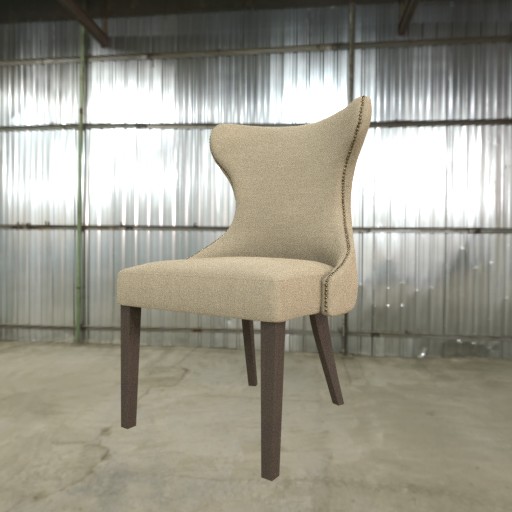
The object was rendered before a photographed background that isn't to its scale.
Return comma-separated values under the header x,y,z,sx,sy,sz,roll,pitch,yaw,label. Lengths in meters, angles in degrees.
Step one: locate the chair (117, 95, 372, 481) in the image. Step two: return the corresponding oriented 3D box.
x,y,z,sx,sy,sz,roll,pitch,yaw,label
0.000,0.000,1.354,0.628,0.967,0.635,1,1,35,chair
